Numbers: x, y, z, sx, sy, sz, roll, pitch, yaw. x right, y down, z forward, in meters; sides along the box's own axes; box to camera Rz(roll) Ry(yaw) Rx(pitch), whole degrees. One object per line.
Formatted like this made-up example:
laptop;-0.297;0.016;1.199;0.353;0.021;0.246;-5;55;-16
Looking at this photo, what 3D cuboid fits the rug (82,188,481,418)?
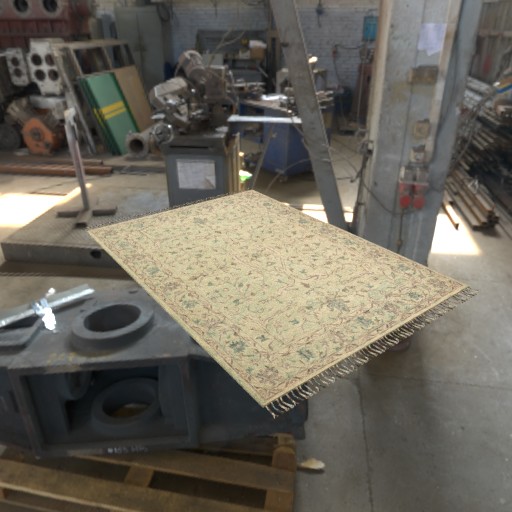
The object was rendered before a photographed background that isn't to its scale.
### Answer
rug;0.000;0.000;2.332;1.247;0.008;1.802;-19;33;-32
